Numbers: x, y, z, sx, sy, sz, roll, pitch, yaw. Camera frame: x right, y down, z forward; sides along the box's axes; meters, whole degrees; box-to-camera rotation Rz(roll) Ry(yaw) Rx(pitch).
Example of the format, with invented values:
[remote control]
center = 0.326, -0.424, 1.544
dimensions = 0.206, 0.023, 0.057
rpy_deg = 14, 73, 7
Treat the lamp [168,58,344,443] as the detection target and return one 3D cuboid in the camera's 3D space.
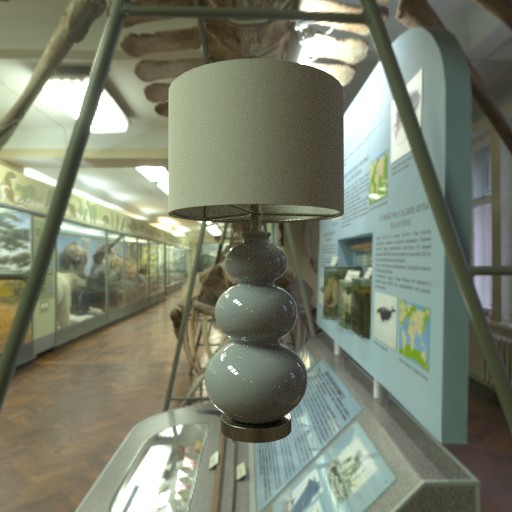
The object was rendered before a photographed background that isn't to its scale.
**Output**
[lamp]
center = 0.000, 0.000, 0.942
dimensions = 0.367, 0.730, 0.367
rpy_deg = 0, -1, -1
